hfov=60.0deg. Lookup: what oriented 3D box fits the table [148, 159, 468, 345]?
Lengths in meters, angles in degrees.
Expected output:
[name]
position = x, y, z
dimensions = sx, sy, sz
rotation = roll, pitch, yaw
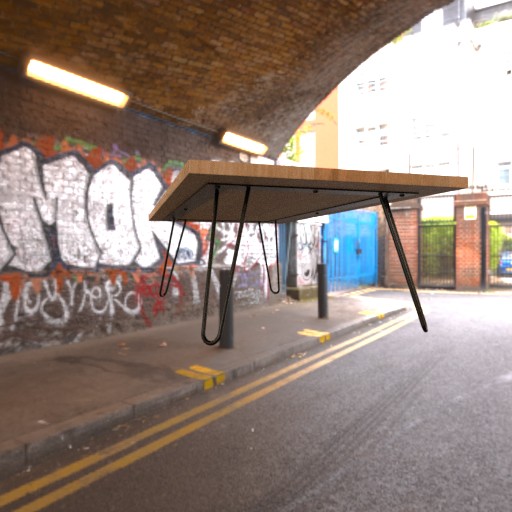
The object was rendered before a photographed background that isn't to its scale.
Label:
[table]
position = 0.000, 0.000, 1.650
dimensions = 0.699, 0.400, 1.348
rotation = 0, 0, -17
